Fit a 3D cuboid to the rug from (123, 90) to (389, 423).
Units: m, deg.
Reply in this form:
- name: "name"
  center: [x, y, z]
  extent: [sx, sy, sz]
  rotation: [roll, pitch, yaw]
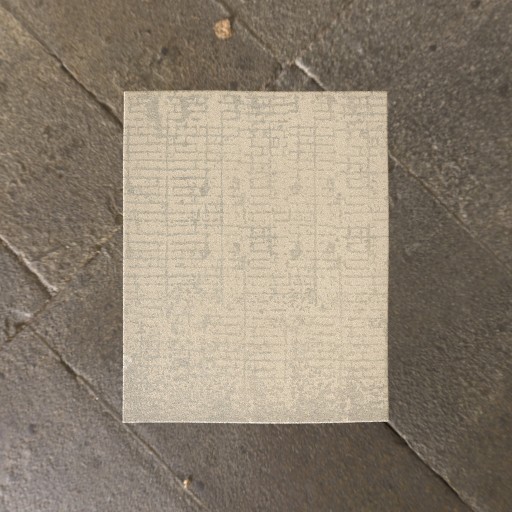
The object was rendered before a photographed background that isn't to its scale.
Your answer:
- name: "rug"
  center: [0.000, 0.000, 4.081]
  extent: [2.447, 0.014, 3.061]
  rotation: [0, 89, 0]
